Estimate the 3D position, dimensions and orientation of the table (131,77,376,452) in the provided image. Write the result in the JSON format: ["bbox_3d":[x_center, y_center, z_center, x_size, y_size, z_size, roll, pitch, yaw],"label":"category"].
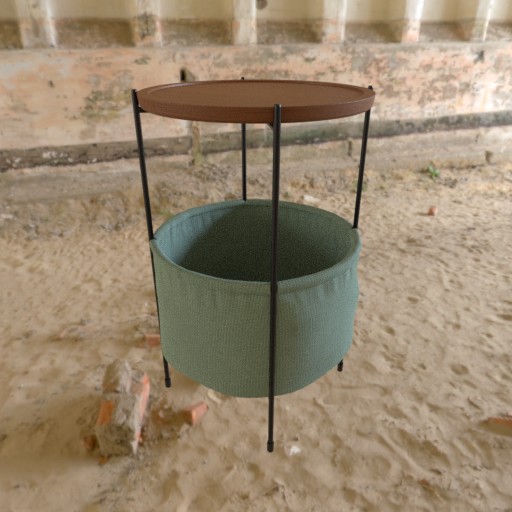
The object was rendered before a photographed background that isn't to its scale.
[{"bbox_3d":[0.000,0.000,0.872,0.400,0.623,0.400,19,32,33],"label":"table"}]
